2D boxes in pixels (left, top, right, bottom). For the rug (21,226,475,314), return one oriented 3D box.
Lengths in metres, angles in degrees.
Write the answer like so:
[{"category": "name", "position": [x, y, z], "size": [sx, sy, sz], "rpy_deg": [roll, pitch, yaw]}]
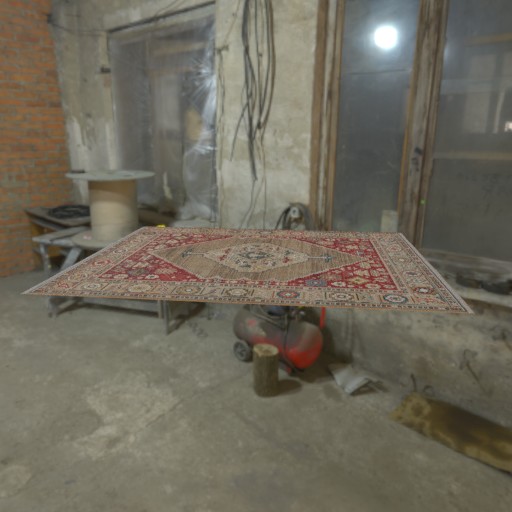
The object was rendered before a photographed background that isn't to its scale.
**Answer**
[{"category": "rug", "position": [0.000, 0.000, 4.192], "size": [3.143, 0.008, 2.451], "rpy_deg": [2, 15, 7]}]
